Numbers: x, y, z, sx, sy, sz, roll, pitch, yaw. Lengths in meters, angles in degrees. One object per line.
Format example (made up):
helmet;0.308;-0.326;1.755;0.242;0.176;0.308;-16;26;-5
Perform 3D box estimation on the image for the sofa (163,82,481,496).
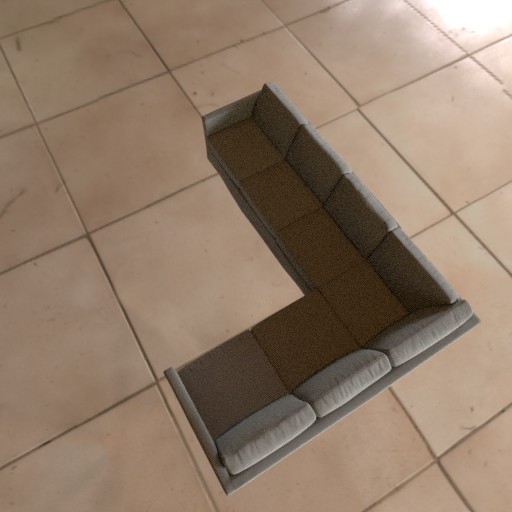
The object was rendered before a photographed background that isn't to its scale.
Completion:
sofa;0.000;0.000;4.165;2.432;0.871;3.182;-29;67;-13
